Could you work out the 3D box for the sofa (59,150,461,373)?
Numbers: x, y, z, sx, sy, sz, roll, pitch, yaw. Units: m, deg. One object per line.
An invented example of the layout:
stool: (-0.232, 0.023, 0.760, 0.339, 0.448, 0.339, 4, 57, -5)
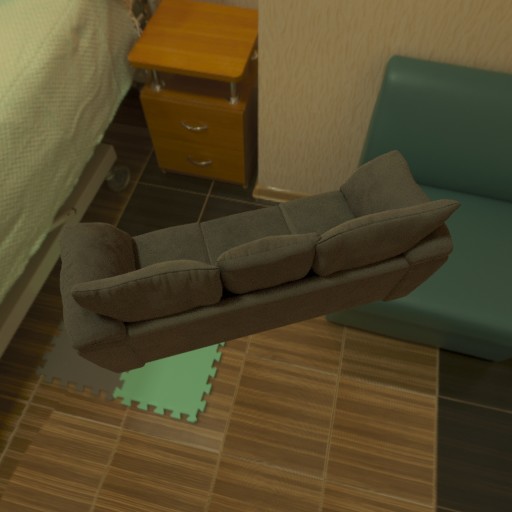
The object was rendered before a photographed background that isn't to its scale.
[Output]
sofa: (0.000, 0.000, 2.887, 2.336, 1.073, 0.878, -14, 59, -8)
